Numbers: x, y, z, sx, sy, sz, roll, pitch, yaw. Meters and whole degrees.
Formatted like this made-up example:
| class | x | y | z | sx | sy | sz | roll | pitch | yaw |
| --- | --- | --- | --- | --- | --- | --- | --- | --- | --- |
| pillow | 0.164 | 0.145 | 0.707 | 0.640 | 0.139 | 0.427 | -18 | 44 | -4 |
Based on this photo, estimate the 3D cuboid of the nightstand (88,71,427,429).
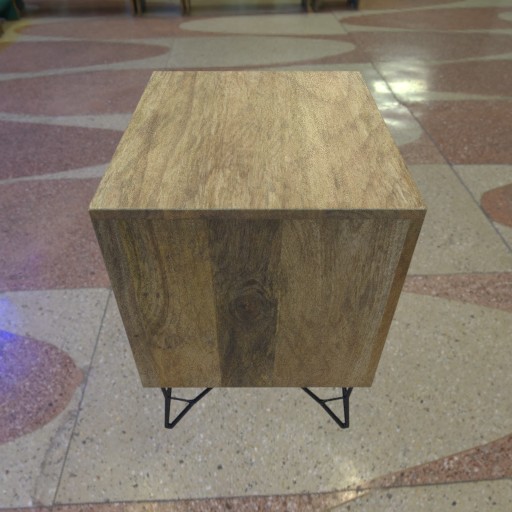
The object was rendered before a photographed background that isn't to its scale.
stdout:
| class | x | y | z | sx | sy | sz | roll | pitch | yaw |
| --- | --- | --- | --- | --- | --- | --- | --- | --- | --- |
| nightstand | 0.000 | 0.000 | 0.879 | 0.406 | 0.559 | 0.457 | 0 | 42 | 0 |
